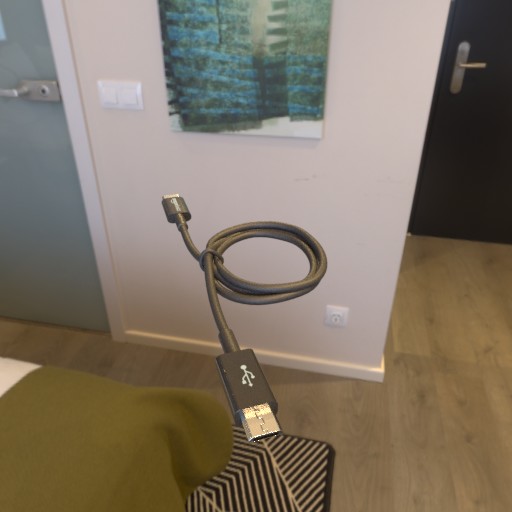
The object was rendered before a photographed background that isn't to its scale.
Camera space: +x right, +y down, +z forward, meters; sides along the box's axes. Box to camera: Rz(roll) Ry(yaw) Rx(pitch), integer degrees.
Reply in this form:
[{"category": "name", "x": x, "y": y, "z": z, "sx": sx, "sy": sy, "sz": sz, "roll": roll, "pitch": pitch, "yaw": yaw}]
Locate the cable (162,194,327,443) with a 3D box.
[{"category": "cable", "x": 0.000, "y": 0.000, "z": 0.214, "sx": 0.070, "sy": 0.014, "sz": 0.192, "roll": -9, "pitch": 31, "yaw": -15}]
